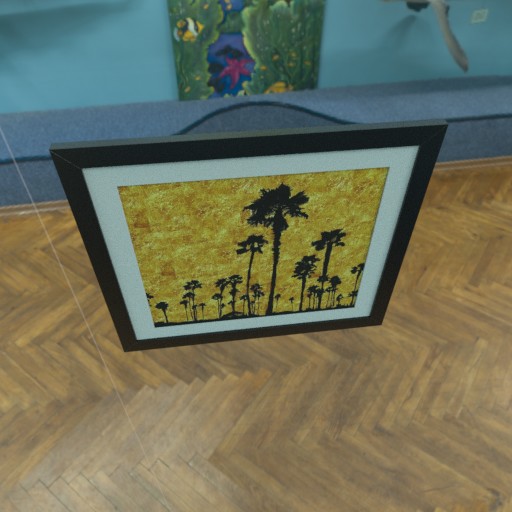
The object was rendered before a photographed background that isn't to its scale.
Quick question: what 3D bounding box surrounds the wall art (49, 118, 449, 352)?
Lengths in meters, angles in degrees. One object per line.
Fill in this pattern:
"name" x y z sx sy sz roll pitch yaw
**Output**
"wall art" 0.000 0.000 0.541 0.383 0.332 0.012 -5 45 -5
